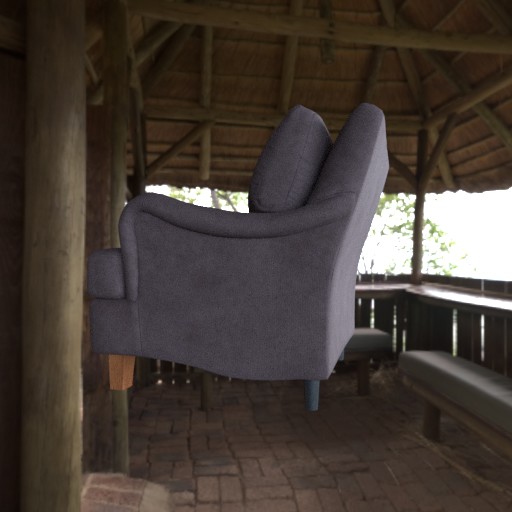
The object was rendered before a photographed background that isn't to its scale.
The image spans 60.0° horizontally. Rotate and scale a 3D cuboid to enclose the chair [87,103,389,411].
[{"bbox_3d":[0.000,0.000,1.882,1.070,0.997,0.955,0,0,18],"label":"chair"}]
